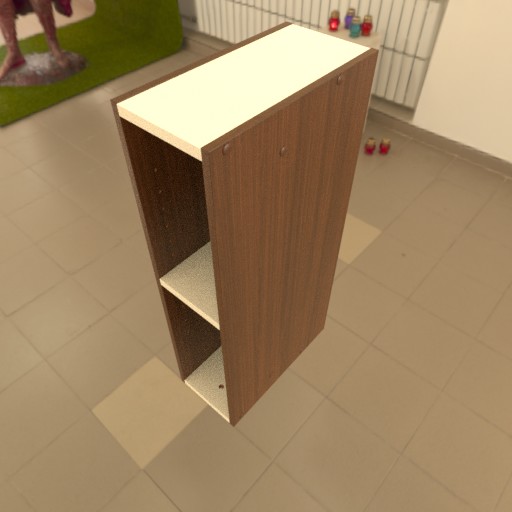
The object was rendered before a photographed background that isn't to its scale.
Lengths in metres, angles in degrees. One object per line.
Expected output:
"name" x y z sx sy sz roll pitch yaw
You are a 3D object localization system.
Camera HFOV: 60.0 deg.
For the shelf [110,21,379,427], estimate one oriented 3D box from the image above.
"shelf" 0.000 0.000 0.715 0.147 0.600 0.290 33 55 27
